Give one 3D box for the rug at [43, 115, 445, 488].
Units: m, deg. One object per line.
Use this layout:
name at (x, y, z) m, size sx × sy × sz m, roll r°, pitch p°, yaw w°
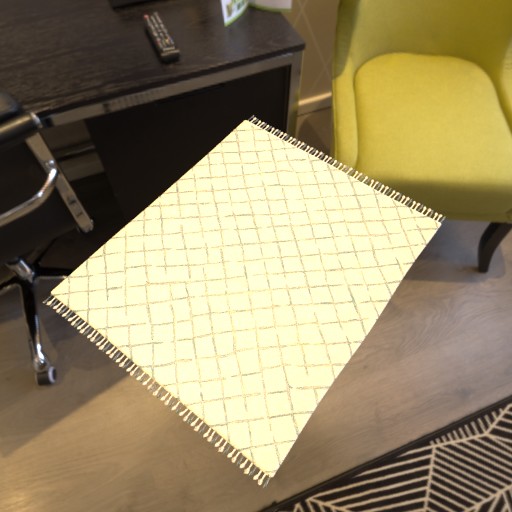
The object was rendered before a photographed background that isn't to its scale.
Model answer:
rug at (0.000, 0.000, 4.900) m, size 2.892 × 0.036 × 3.585 m, roll 33°, pitch 64°, yaw 19°
